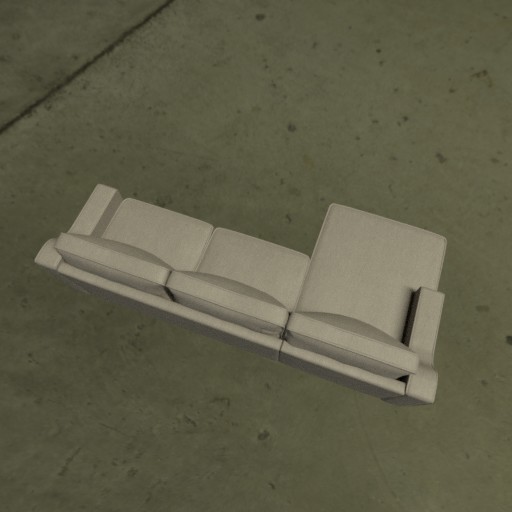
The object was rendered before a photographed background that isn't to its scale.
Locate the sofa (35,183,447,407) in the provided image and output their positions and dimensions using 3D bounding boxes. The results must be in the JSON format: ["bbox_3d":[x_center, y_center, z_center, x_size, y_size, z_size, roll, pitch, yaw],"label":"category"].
[{"bbox_3d":[0.000,0.000,3.149,2.561,0.928,1.294,18,66,8],"label":"sofa"}]
